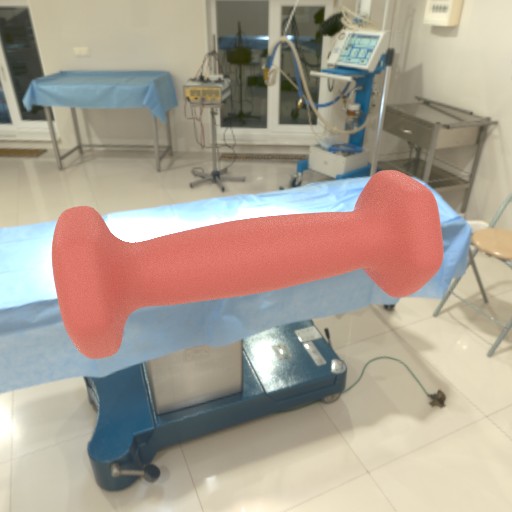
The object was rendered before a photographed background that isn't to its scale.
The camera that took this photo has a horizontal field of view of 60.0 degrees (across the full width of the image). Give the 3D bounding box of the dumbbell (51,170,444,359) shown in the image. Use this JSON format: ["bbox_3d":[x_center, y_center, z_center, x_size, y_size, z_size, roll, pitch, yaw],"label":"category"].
[{"bbox_3d":[0.000,0.000,0.149,0.123,0.043,0.047,-9,32,-15],"label":"dumbbell"}]
